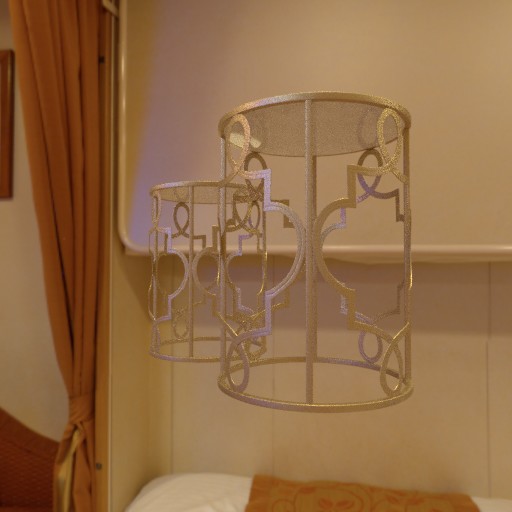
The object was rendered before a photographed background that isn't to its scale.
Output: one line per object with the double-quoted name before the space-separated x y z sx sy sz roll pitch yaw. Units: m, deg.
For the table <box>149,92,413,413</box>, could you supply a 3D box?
"table" 0.000 0.000 1.160 0.420 0.564 0.846 1 -2 -36
